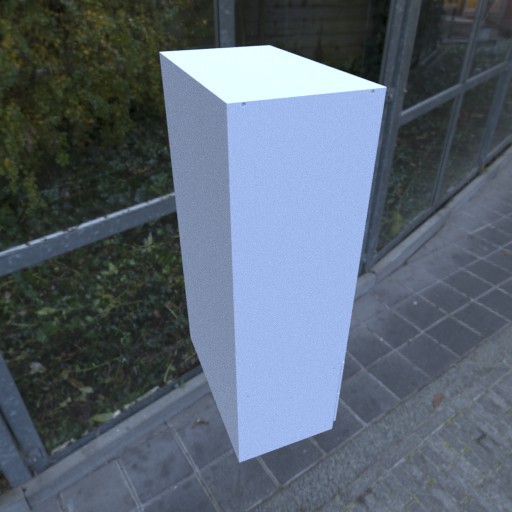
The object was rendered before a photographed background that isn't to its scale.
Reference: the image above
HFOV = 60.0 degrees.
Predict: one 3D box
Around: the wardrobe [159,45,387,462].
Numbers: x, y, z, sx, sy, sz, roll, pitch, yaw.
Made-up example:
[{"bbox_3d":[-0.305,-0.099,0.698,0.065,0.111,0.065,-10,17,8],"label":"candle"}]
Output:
[{"bbox_3d":[0.000,0.000,2.264,0.577,1.808,0.991,-12,35,-18],"label":"wardrobe"}]
